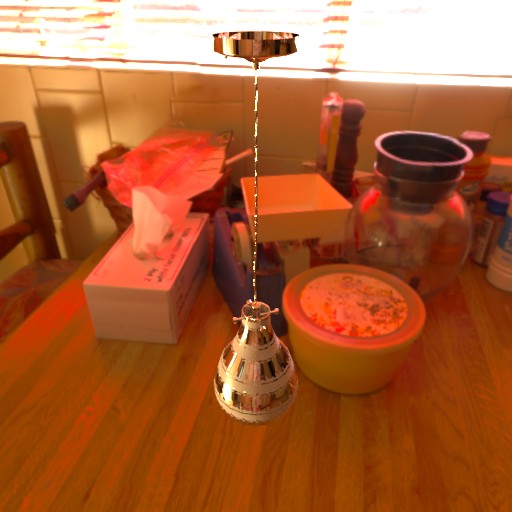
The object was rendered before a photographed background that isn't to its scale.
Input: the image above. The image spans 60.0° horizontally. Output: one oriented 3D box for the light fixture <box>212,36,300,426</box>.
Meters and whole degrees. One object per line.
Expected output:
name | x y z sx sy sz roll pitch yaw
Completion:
light fixture | 0.000 0.000 1.626 0.374 1.457 0.374 -10 33 -16
